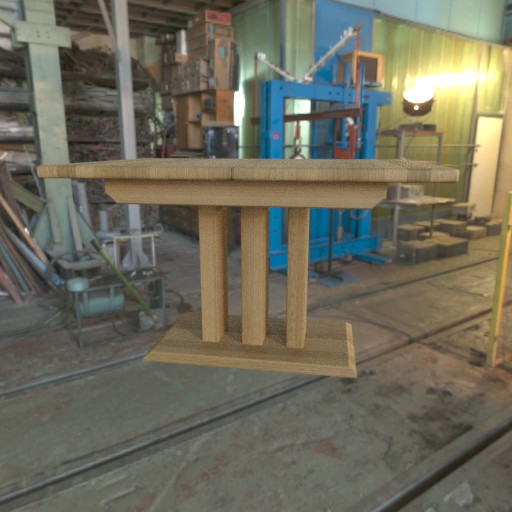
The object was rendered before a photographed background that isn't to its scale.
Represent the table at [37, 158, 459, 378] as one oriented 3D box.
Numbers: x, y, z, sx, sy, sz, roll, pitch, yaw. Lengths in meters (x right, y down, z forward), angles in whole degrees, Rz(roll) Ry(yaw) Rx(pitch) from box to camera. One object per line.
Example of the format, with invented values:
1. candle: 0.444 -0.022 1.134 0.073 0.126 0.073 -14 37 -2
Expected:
1. table: 0.000 0.000 1.853 1.300 0.770 0.900 2 14 9
